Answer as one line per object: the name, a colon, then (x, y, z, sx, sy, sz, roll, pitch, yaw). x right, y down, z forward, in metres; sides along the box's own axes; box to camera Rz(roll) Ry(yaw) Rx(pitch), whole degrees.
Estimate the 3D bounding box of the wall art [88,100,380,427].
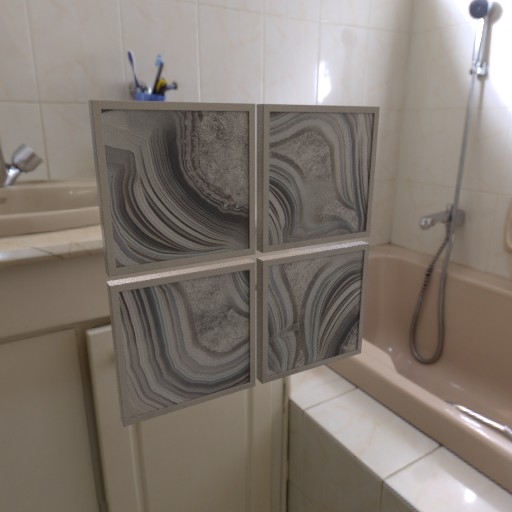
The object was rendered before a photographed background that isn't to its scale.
wall art: (0.000, 0.000, 0.941, 0.611, 0.611, 0.029, -9, 19, -27)
